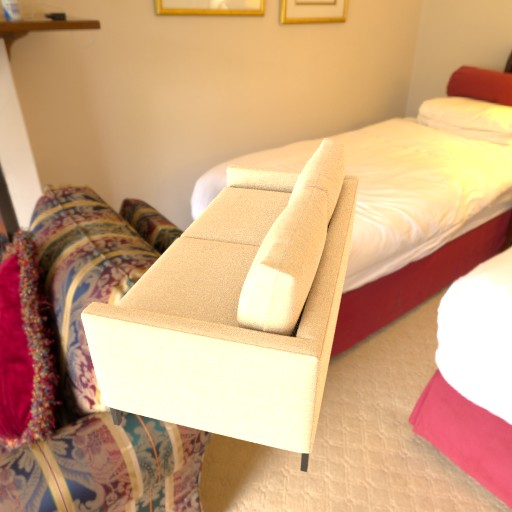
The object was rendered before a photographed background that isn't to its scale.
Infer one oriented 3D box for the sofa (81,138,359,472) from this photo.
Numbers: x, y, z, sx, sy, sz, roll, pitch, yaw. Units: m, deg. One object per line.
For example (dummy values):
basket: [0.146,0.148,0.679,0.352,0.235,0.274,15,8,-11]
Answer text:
sofa: [0.000,0.000,2.155,0.839,0.812,1.651,8,31,13]
